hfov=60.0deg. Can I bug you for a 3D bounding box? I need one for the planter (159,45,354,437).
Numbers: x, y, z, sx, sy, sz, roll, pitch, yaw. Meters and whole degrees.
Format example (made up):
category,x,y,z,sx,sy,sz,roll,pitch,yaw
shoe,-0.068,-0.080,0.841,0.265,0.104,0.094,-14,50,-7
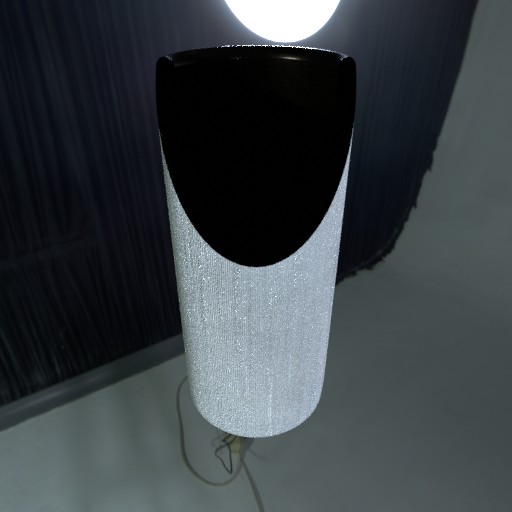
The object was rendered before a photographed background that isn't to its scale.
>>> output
category,x,y,z,sx,sy,sz,roll,pitch,yaw
planter,0.000,0.000,0.125,0.045,0.103,0.045,-22,38,-31
